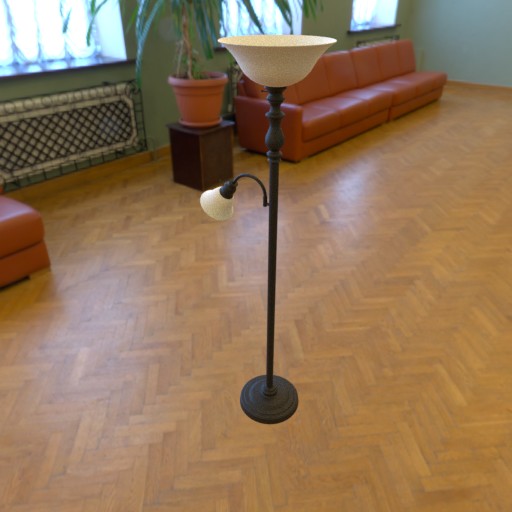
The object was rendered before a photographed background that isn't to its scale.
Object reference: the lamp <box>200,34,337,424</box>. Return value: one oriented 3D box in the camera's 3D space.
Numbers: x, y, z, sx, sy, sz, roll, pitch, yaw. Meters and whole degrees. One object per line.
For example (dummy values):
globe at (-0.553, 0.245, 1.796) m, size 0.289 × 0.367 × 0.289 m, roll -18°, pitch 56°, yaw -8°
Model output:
lamp at (0.000, 0.000, 2.026) m, size 0.588 × 1.793 × 0.405 m, roll 22°, pitch 37°, yaw 32°
